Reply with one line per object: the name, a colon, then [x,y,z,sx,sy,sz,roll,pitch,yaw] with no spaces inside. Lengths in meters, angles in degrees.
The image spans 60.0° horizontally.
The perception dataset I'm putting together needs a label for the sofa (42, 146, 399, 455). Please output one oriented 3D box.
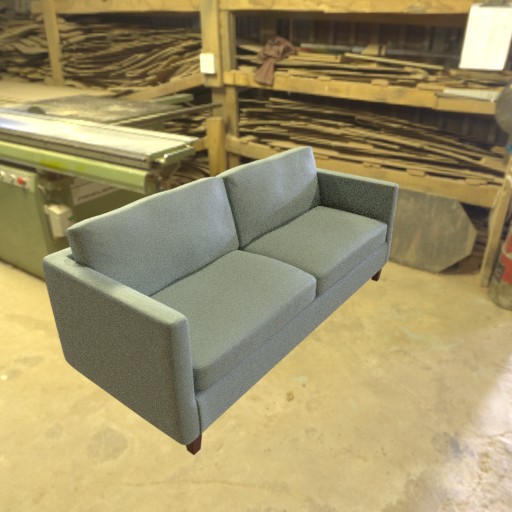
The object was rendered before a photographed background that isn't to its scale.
sofa: [0.000,0.000,2.752,0.951,0.965,2.208,19,32,33]
